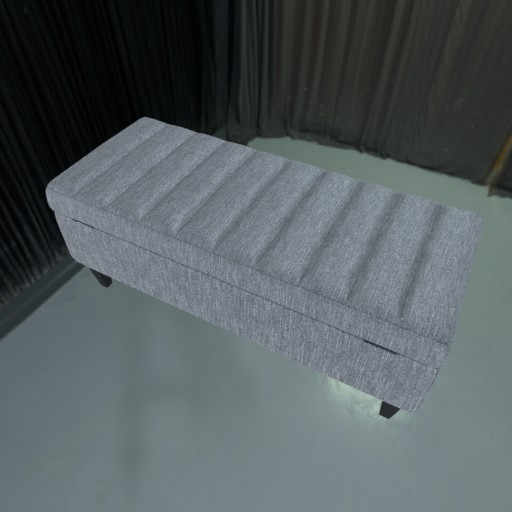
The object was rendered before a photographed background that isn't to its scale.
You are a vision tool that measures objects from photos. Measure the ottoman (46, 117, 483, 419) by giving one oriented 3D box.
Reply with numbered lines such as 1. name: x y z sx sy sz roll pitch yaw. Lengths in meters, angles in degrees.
1. ottoman: 0.000 0.000 1.372 1.151 0.469 0.482 21 49 19
